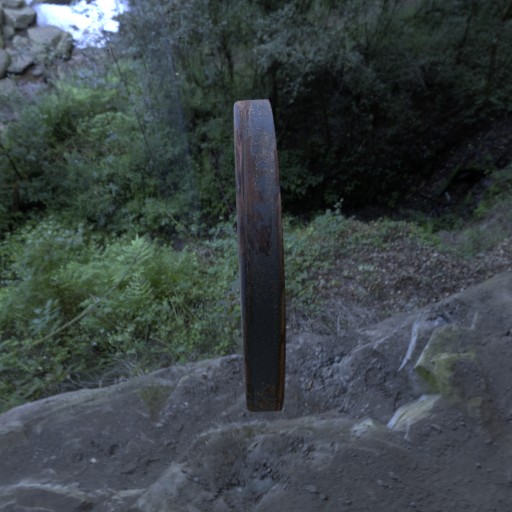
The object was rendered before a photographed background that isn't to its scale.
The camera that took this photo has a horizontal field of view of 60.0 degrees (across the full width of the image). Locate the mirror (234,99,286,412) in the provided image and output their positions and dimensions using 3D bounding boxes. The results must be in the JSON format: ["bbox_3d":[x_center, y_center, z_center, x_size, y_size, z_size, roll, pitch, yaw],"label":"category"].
[{"bbox_3d":[0.000,0.000,0.881,0.061,0.585,0.585,-2,60,-1],"label":"mirror"}]
